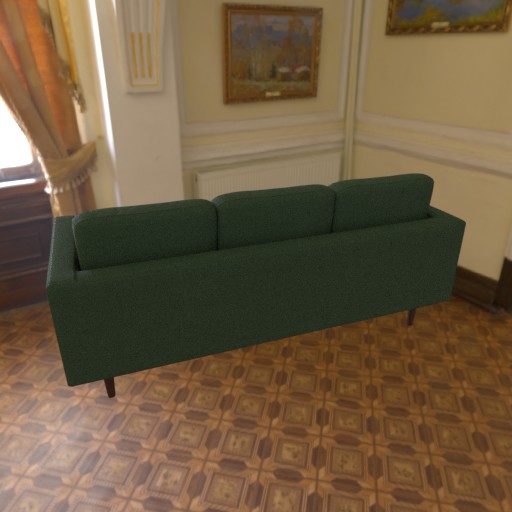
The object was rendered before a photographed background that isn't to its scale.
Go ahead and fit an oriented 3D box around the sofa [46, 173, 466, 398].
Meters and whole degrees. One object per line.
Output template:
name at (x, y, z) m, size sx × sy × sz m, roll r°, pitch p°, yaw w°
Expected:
sofa at (0.000, 0.000, 2.461) m, size 2.029 × 0.899 × 0.879 m, roll -9°, pitch 27°, yaw -19°
